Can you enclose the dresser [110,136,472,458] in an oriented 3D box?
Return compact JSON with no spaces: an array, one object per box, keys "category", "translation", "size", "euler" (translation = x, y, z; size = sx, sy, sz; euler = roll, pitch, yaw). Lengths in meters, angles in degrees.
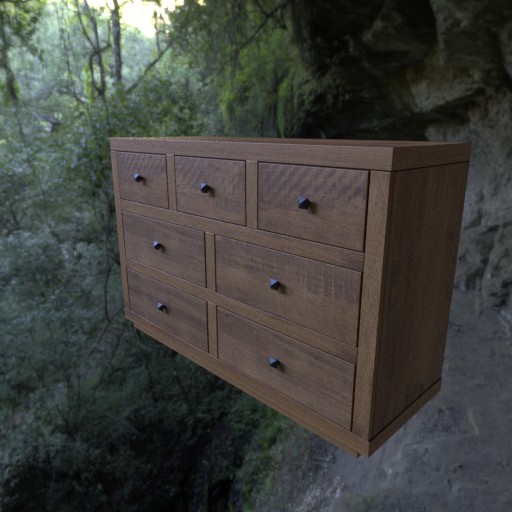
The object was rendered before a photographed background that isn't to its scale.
[{"category":"dresser","translation":[0.000,0.000,1.627],"size":[0.479,0.825,1.261],"euler":[-16,22,-43]}]
